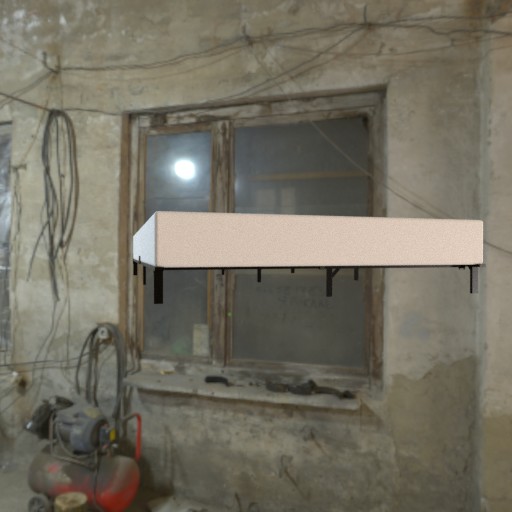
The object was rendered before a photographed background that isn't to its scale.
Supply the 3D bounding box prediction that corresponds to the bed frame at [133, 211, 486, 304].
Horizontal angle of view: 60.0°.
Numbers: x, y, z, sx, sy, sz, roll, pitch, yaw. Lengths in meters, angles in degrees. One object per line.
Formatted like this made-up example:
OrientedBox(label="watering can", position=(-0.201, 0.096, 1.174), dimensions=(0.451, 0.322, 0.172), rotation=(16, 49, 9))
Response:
OrientedBox(label="bed frame", position=(0.000, 0.000, 3.763), dimensions=(1.930, 0.440, 2.987), rotation=(0, 0, -17))
